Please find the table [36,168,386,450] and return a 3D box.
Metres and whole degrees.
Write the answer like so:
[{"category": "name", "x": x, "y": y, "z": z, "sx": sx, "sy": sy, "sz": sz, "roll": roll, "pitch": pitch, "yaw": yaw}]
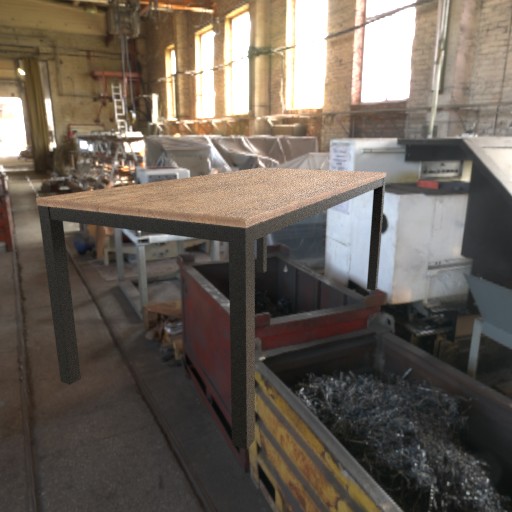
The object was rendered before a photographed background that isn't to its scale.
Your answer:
[{"category": "table", "x": 0.000, "y": 0.000, "z": 2.316, "sx": 0.893, "sy": 0.767, "sz": 1.805, "roll": 8, "pitch": 17, "yaw": 27}]
